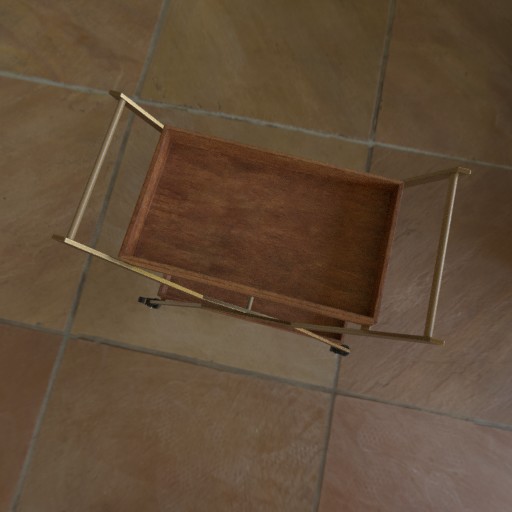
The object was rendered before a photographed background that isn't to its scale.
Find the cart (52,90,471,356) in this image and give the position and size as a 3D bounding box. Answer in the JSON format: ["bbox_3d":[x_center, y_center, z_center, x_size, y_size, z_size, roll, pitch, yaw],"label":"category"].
[{"bbox_3d":[0.000,0.000,1.333,0.836,0.869,0.405,14,76,4],"label":"cart"}]
